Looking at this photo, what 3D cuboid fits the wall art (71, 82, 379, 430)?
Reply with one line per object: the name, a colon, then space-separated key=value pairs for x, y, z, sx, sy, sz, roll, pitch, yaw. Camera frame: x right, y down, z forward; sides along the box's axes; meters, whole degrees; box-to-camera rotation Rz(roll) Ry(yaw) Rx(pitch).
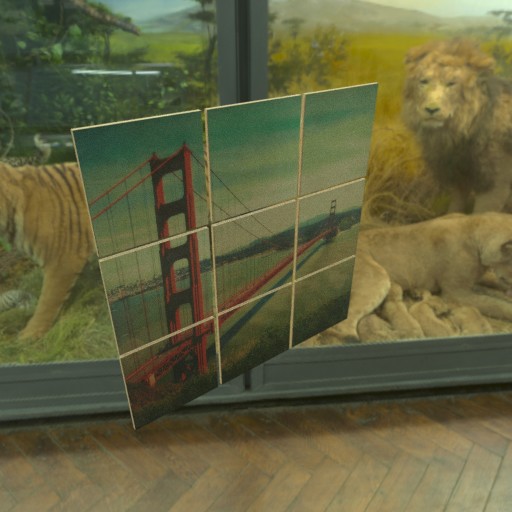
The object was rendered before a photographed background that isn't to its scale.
wall art: x=0.000 y=0.000 z=1.797 sx=1.217 sy=1.207 sz=0.016 roll=-20 pitch=36 yaw=-30
